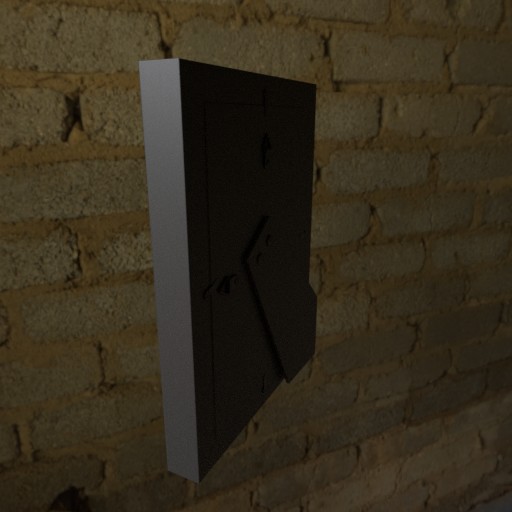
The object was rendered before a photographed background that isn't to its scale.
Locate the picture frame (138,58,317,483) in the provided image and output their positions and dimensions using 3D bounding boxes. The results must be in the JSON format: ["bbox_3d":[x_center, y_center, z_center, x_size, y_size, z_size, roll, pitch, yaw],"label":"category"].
[{"bbox_3d":[0.000,0.000,0.274,0.028,0.208,0.157,9,19,26],"label":"picture frame"}]
